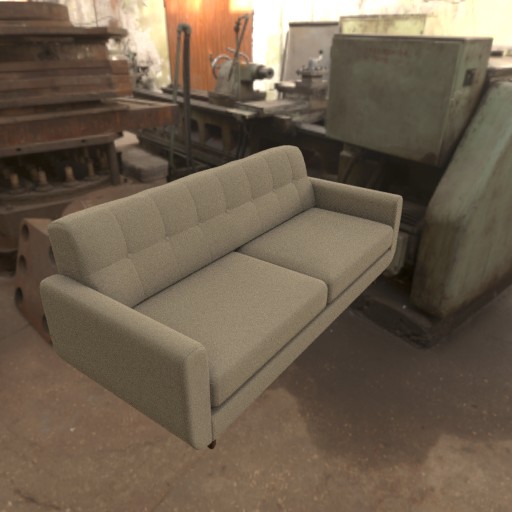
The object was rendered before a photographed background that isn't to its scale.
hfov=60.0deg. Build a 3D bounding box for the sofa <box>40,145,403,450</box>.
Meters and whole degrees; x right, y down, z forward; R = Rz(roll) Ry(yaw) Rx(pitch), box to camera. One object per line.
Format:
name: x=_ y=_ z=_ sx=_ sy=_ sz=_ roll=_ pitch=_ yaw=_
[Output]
sofa: x=0.000 y=0.000 z=2.595 sx=0.980 sy=0.892 sz=2.137 roll=18 pitch=32 yaw=32
